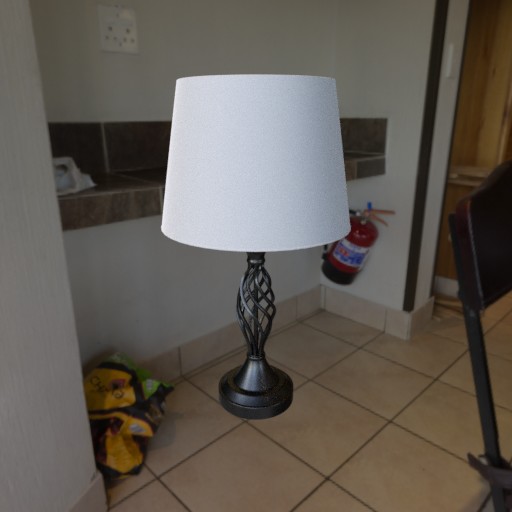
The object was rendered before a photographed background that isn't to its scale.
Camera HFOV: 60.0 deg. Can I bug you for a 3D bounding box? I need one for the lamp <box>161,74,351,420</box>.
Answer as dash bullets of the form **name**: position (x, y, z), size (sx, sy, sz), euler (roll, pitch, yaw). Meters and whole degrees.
- **lamp**: position (0.000, 0.000, 0.806), size (0.331, 0.594, 0.331), euler (0, 18, 0)
